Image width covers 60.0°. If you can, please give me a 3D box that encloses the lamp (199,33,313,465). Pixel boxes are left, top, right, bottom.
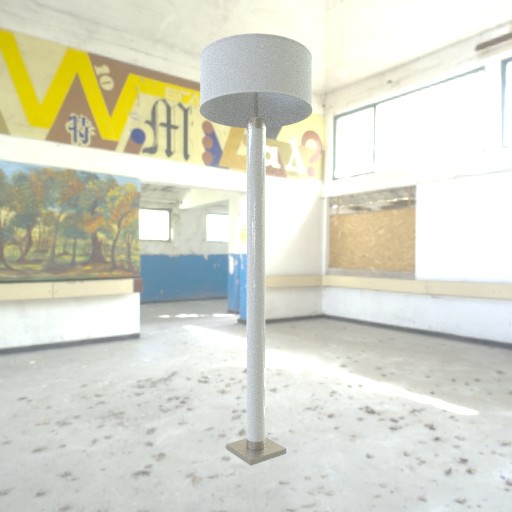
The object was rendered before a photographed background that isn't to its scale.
[{"bbox_3d":[0.000,0.000,1.661,0.420,1.475,0.420,0,0,-36],"label":"lamp"}]
